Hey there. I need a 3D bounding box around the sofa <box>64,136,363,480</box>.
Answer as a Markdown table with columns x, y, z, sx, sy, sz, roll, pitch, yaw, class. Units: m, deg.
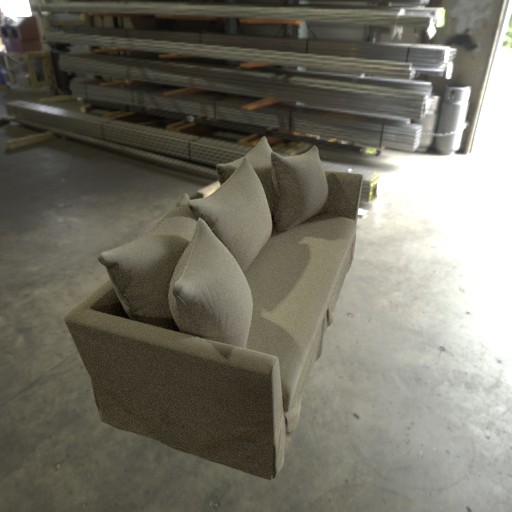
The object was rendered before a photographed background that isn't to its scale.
| x | y | z | sx | sy | sz | roll | pitch | yaw | class |
| --- | --- | --- | --- | --- | --- | --- | --- | --- | --- |
| 0.000 | 0.000 | 2.826 | 1.031 | 1.034 | 2.290 | 10 | 32 | 17 | sofa |
